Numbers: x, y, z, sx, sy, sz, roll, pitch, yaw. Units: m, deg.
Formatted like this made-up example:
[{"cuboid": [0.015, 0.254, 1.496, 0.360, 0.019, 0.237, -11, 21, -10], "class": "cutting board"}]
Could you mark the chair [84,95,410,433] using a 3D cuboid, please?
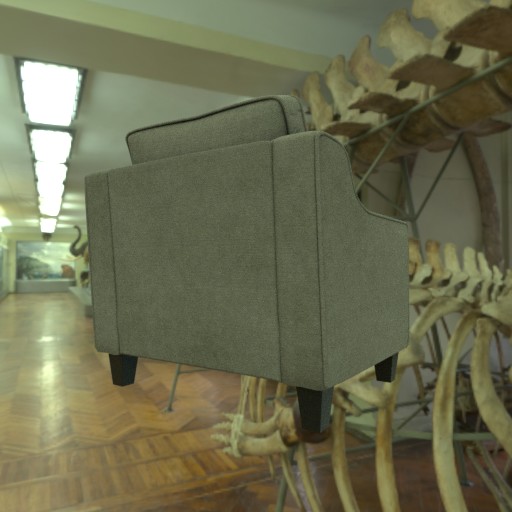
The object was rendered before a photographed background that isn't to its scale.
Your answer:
[{"cuboid": [0.000, 0.000, 1.663, 0.926, 0.944, 0.840, -1, -1, 34], "class": "chair"}]
